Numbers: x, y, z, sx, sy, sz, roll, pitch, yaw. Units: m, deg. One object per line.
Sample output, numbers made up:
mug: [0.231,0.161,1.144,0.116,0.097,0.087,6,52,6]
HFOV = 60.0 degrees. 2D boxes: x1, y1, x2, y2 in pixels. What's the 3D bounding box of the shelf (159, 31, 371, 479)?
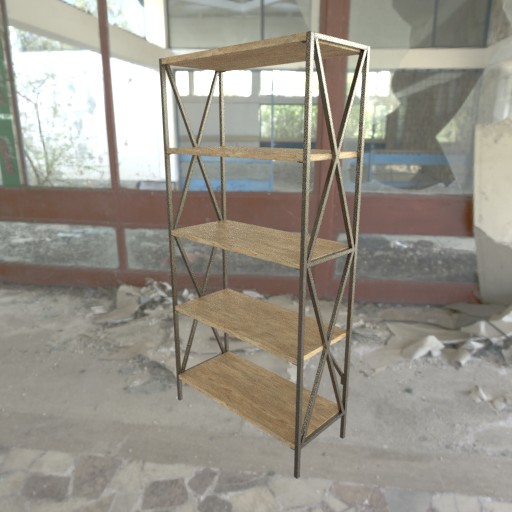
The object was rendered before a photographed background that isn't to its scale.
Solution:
shelf: [0.000,0.000,2.141,0.874,1.803,0.386,15,22,42]
